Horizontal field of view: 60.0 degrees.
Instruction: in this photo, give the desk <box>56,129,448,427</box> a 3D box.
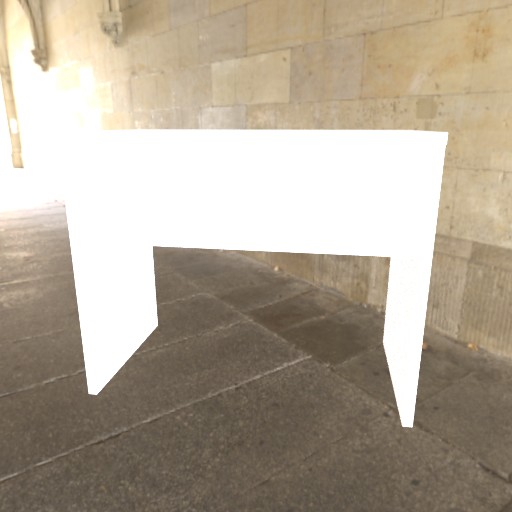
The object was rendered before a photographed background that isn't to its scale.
[{"bbox_3d":[0.000,0.000,1.339,0.900,0.729,0.498,3,17,9],"label":"desk"}]
